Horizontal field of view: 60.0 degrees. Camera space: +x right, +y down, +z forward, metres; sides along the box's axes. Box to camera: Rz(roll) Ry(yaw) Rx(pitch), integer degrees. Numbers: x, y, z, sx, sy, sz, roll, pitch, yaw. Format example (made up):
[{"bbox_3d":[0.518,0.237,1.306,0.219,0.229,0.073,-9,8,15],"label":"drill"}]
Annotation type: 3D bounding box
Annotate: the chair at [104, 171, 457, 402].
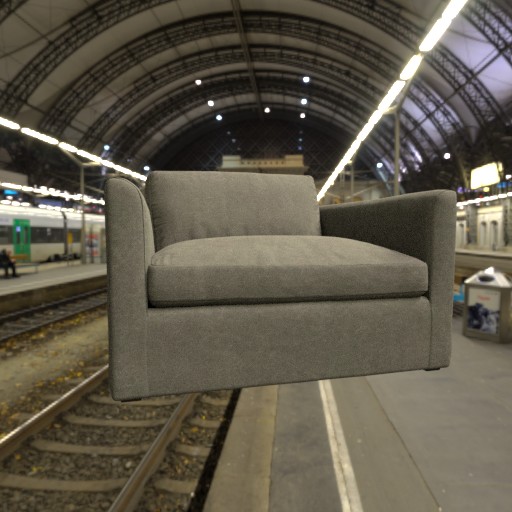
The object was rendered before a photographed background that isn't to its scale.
[{"bbox_3d":[0.000,0.000,1.909,1.190,0.845,1.091,-1,3,-17],"label":"chair"}]
